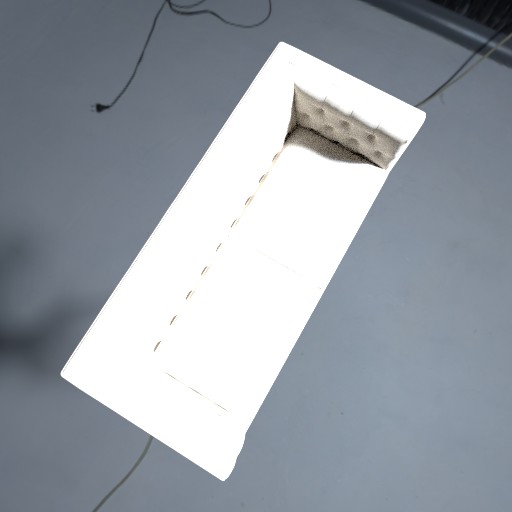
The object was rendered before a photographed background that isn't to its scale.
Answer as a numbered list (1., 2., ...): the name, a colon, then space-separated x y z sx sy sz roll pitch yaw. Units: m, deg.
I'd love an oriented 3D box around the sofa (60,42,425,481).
1. sofa: 0.000 0.000 2.242 0.775 0.762 1.778 30 78 7
